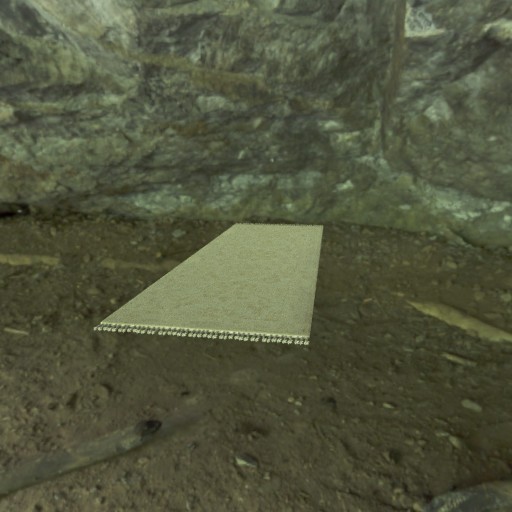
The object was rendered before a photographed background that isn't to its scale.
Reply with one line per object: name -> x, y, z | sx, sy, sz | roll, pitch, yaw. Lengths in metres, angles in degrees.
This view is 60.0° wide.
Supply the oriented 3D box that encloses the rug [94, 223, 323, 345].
rug -> 0.000, 0.000, 2.795 | 0.795, 0.015, 2.544 | 2, 13, 9
